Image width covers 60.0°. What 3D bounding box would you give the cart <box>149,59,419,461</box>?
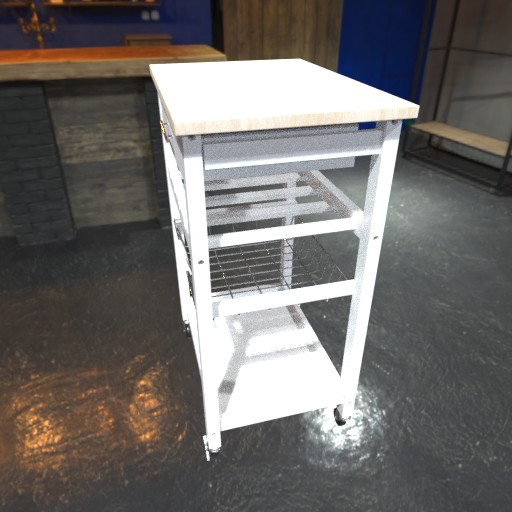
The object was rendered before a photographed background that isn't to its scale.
[{"bbox_3d":[0.000,0.000,1.150,0.406,0.857,0.578,-8,32,-13],"label":"cart"}]
